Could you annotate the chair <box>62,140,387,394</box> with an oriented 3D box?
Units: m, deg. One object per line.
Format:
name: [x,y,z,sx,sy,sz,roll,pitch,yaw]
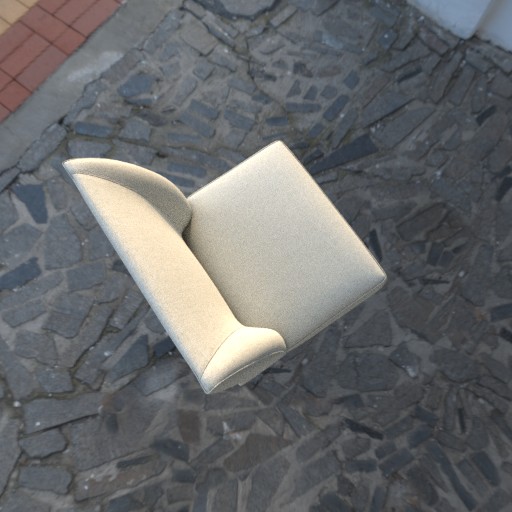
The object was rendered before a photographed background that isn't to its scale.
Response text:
chair: [0.000,0.000,1.164,0.522,0.863,0.508,-34,77,-8]
